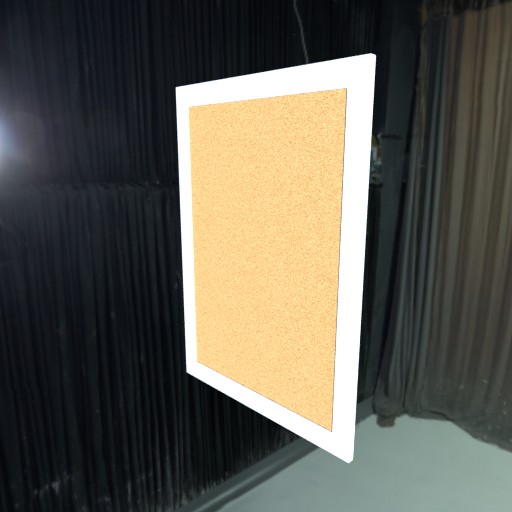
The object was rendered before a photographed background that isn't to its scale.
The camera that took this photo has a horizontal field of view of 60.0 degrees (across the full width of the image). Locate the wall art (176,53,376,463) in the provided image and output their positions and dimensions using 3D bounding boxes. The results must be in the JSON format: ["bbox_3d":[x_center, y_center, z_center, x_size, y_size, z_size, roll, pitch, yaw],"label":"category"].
[{"bbox_3d":[0.000,0.000,0.688,0.374,0.529,0.012,13,18,43],"label":"wall art"}]
